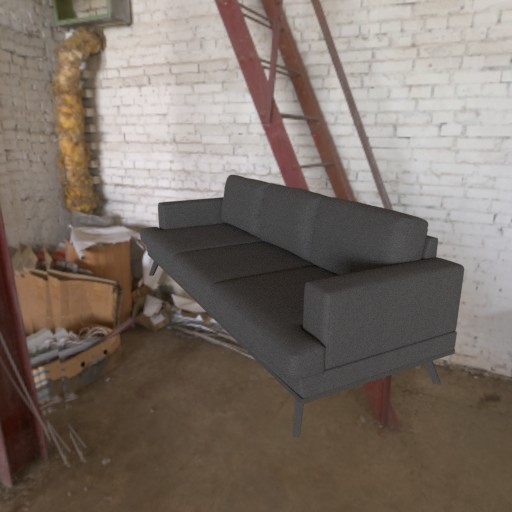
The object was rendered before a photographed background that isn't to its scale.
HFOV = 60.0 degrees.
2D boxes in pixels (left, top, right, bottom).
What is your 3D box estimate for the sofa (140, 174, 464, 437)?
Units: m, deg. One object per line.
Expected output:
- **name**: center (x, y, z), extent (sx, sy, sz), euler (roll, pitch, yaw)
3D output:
- **sofa**: center (0.000, 0.000, 2.784), extent (0.920, 0.810, 2.310), euler (-8, 19, -26)
